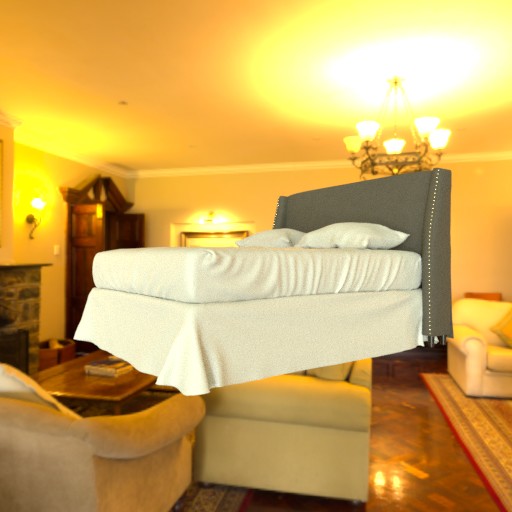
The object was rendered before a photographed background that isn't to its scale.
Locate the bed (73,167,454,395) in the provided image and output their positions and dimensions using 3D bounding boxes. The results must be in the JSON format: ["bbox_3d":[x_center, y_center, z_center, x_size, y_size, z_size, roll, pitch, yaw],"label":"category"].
[{"bbox_3d":[0.000,0.000,3.412,2.276,1.332,1.925,0,0,-36],"label":"bed"}]
